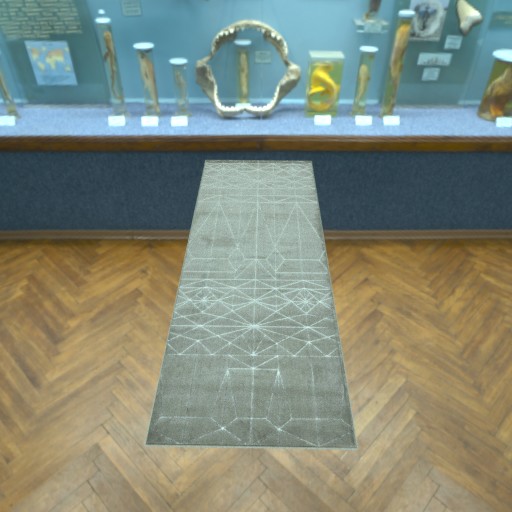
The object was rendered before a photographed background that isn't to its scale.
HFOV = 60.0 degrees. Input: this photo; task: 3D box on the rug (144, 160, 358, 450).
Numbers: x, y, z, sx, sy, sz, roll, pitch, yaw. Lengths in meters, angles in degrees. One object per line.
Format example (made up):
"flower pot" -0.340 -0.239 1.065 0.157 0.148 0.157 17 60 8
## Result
"rug" 0.000 0.000 2.696 0.864 0.012 2.388 1 40 1
